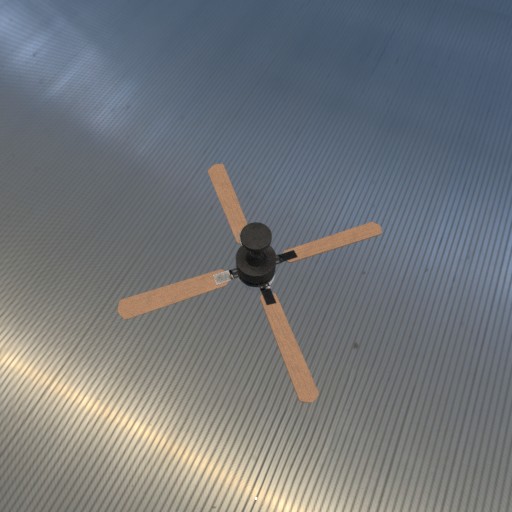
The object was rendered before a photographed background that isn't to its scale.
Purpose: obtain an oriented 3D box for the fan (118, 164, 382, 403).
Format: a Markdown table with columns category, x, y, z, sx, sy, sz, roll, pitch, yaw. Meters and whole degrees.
| category | x | y | z | sx | sy | sz | roll | pitch | yaw |
| --- | --- | --- | --- | --- | --- | --- | --- | --- | --- |
| fan | 0.000 | 0.000 | 2.007 | 1.320 | 0.355 | 1.320 | -18 | 63 | -9 |
